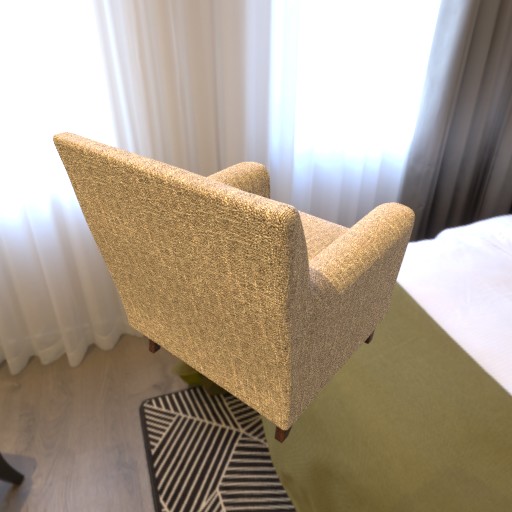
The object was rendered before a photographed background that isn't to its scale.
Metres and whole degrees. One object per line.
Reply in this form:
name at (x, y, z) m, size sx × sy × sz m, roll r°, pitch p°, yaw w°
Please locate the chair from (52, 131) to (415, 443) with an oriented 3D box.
chair at (0.000, 0.000, 1.599) m, size 0.864 × 0.928 × 0.873 m, roll 23°, pitch 39°, yaw 33°
